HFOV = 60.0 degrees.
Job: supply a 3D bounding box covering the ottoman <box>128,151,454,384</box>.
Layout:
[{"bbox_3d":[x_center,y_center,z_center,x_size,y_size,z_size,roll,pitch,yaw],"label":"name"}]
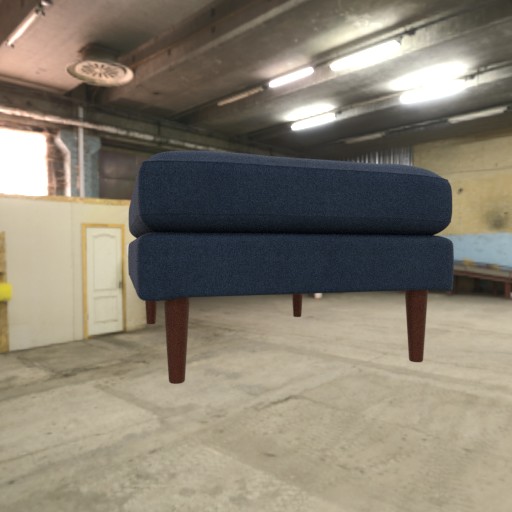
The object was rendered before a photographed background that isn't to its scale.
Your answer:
[{"bbox_3d":[0.000,0.000,1.275,0.693,0.474,0.821,0,1,-17],"label":"ottoman"}]
